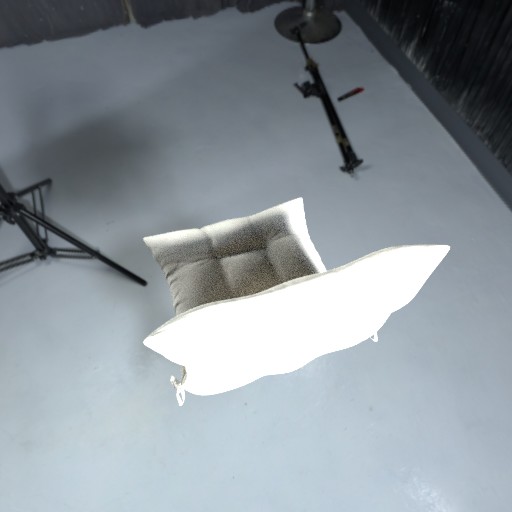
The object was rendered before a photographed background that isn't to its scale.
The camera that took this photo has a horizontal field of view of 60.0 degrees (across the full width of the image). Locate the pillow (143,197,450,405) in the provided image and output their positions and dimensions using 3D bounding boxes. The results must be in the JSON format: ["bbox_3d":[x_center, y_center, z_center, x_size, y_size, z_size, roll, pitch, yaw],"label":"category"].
[{"bbox_3d":[0.000,0.000,1.019,0.541,0.536,0.585,-16,59,-10],"label":"pillow"}]
